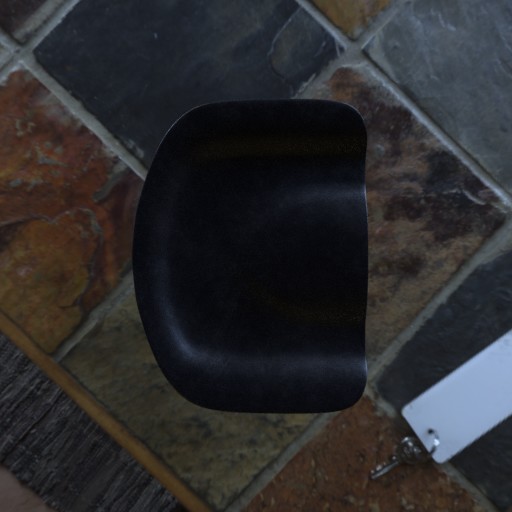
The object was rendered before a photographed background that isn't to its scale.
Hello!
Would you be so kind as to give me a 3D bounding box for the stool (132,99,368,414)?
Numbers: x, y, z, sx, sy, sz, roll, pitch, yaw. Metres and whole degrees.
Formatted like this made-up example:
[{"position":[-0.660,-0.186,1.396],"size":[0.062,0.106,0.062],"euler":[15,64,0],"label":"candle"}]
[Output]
[{"position":[0.000,0.000,0.868],"size":[0.361,0.615,0.440],"euler":[0,90,1],"label":"stool"}]
